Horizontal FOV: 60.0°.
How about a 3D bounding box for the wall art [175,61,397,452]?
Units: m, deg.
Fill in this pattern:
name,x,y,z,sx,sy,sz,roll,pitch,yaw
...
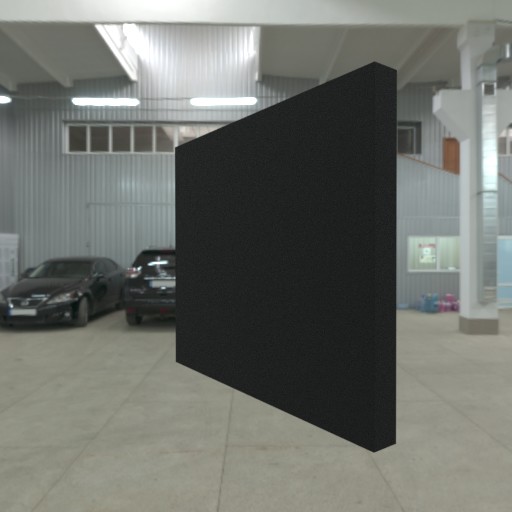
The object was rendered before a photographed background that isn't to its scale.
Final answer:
name,x,y,z,sx,sy,sz,roll,pitch,yaw
wall art,0.000,0.000,0.536,0.031,0.330,0.381,0,1,-36
